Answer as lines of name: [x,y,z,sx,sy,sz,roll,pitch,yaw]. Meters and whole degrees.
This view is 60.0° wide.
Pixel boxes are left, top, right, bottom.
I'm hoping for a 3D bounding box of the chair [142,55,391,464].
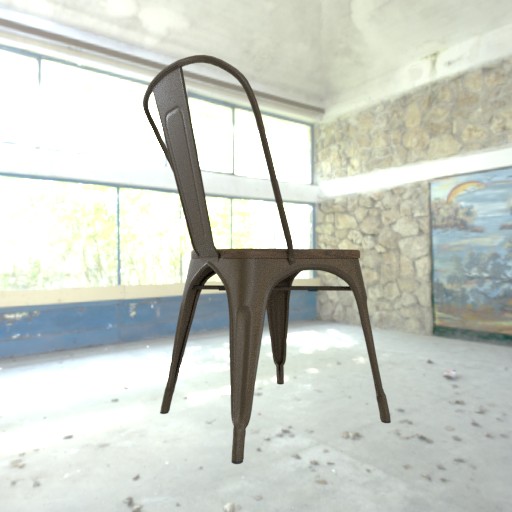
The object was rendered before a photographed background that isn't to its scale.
chair: [0.000,0.000,1.157,0.532,0.844,0.451,0,-1,-36]
